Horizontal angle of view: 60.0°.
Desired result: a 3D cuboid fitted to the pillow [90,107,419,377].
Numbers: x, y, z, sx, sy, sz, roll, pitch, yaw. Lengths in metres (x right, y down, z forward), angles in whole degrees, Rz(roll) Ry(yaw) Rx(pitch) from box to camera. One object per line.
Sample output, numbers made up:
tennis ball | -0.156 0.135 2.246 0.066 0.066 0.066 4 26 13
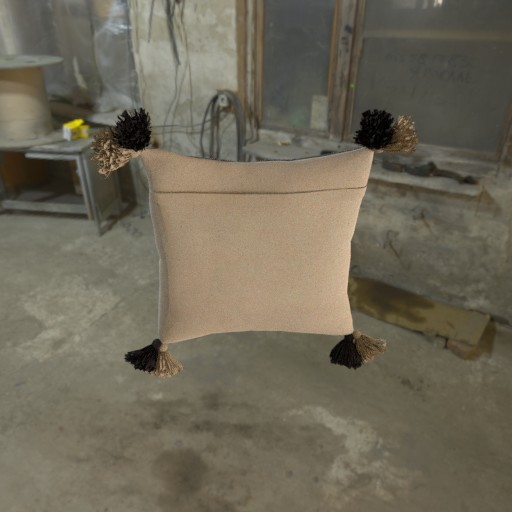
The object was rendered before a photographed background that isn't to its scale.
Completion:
pillow | 0.000 0.000 0.993 0.654 0.659 0.170 -1 29 -2
